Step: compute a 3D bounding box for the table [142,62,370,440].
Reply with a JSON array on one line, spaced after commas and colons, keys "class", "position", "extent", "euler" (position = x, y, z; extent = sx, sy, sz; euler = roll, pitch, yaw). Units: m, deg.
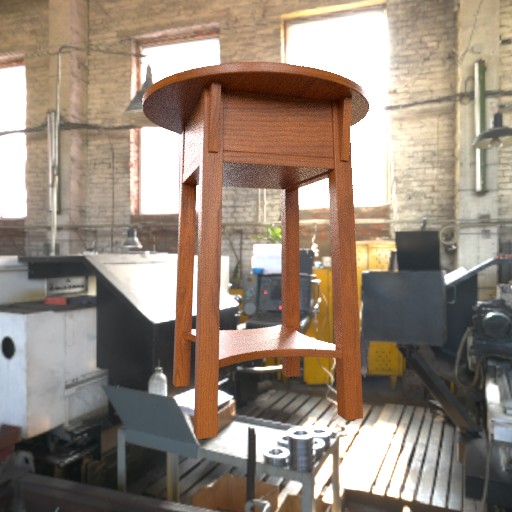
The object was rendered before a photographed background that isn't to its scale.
[{"class": "table", "position": [0.000, 0.000, 0.921], "extent": [0.457, 0.610, 0.457], "euler": [0, 0, 0]}]
